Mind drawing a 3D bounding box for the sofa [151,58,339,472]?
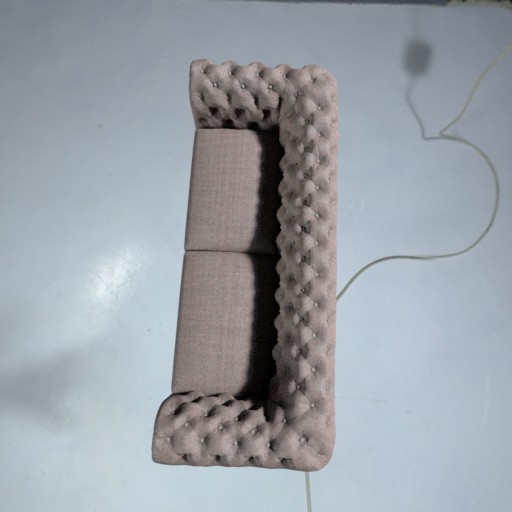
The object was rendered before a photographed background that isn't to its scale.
[{"bbox_3d":[0.000,0.000,2.802,0.944,0.787,2.385,3,76,1],"label":"sofa"}]
